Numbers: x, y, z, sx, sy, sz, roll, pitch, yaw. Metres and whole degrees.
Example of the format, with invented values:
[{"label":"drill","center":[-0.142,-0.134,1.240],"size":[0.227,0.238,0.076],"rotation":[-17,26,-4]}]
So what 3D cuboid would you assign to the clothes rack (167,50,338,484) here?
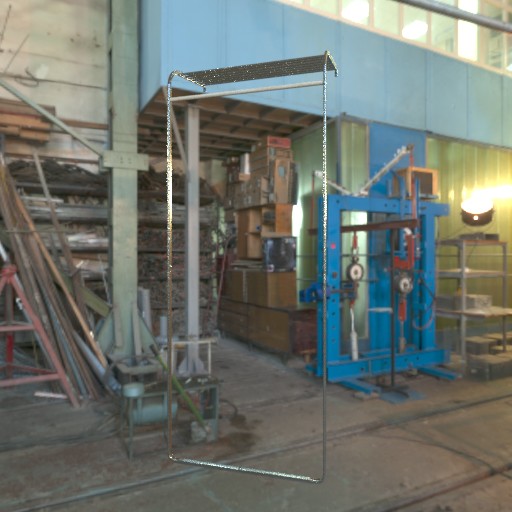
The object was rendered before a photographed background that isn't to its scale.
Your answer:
[{"label":"clothes rack","center":[0.000,0.000,1.770],"size":[0.609,1.574,0.349],"rotation":[0,0,17]}]
